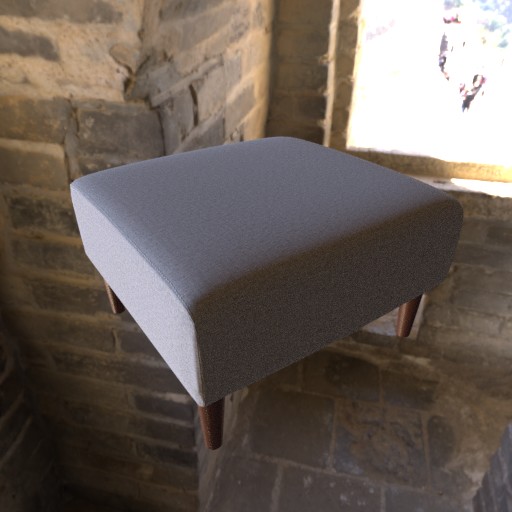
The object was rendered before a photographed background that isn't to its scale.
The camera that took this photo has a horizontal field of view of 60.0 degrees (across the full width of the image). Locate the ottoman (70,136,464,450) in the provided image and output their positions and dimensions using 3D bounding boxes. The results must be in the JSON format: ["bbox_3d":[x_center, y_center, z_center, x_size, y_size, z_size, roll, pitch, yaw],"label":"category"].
[{"bbox_3d":[0.000,0.000,1.060,0.655,0.399,0.648,-20,36,-30],"label":"ottoman"}]
